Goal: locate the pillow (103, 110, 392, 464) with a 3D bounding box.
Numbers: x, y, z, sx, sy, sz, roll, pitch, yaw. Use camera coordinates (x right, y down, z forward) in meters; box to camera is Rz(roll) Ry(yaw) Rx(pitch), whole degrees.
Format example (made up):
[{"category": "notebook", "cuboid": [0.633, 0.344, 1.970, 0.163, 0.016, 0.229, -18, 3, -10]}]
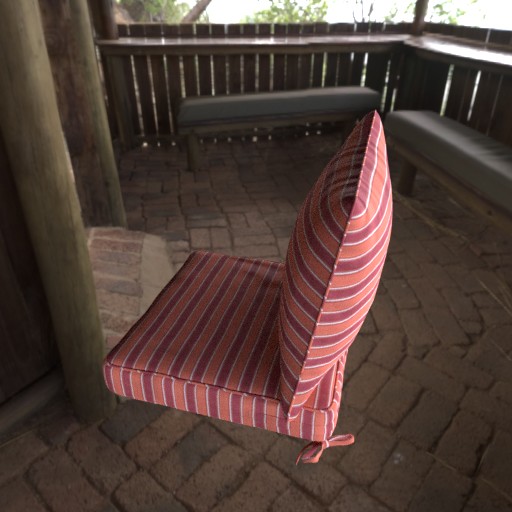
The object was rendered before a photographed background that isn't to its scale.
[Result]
[{"category": "pillow", "cuboid": [0.000, 0.000, 1.315, 0.733, 0.723, 0.799, 8, 31, 14]}]
